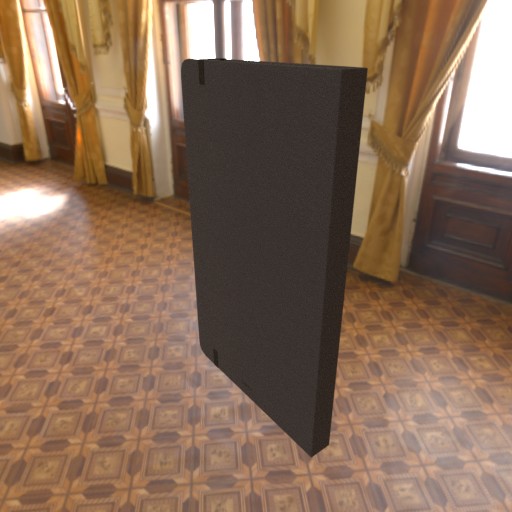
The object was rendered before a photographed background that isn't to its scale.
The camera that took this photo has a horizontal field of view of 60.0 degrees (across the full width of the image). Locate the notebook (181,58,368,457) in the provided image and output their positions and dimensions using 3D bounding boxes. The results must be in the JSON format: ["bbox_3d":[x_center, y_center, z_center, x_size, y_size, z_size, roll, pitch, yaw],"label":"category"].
[{"bbox_3d":[0.000,0.000,0.264,0.016,0.213,0.127,-19,32,-33],"label":"notebook"}]
